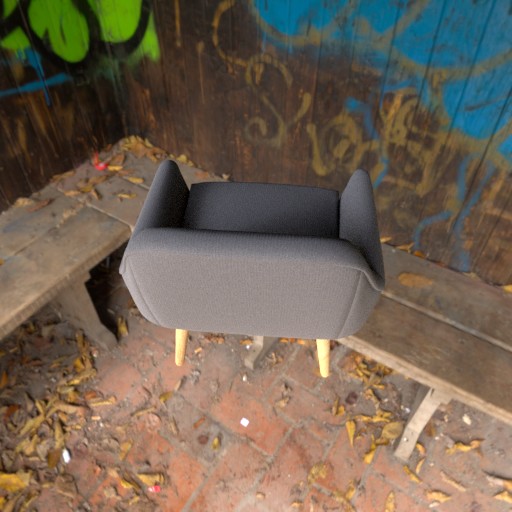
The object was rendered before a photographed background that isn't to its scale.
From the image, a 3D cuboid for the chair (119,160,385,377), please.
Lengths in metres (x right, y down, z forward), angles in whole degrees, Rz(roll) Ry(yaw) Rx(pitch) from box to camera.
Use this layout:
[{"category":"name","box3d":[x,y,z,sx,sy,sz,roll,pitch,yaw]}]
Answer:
[{"category":"chair","box3d":[0.000,0.000,1.456,0.770,0.800,0.779,3,45,3]}]
